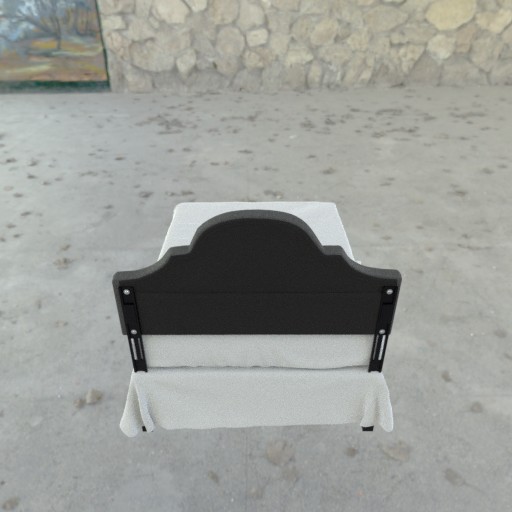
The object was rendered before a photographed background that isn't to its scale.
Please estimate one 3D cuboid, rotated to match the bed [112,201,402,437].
[{"bbox_3d":[0.000,0.000,3.450,1.780,1.634,2.222,0,31,0],"label":"bed"}]
